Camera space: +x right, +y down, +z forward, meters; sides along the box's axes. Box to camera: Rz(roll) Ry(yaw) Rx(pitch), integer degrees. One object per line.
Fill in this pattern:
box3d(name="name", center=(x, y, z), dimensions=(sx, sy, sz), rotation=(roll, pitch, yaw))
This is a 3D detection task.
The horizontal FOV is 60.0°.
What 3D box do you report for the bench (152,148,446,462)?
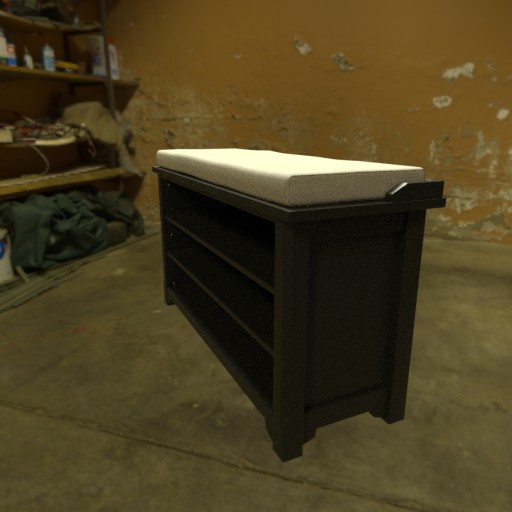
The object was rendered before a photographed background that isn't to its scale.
box3d(name="bench", center=(0.000, 0.000, 1.257), dimensions=(0.345, 0.561, 0.973), rotation=(-7, 18, -24))
